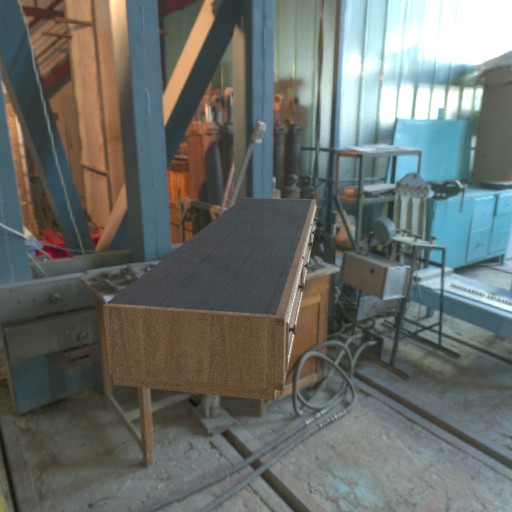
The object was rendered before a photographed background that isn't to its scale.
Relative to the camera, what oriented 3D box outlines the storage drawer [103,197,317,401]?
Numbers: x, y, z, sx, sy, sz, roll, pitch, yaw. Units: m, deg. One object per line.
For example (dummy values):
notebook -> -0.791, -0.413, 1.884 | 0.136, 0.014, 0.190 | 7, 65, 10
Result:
storage drawer -> 0.000, 0.000, 2.209 | 0.538, 0.264, 2.032 | 3, 16, 9
